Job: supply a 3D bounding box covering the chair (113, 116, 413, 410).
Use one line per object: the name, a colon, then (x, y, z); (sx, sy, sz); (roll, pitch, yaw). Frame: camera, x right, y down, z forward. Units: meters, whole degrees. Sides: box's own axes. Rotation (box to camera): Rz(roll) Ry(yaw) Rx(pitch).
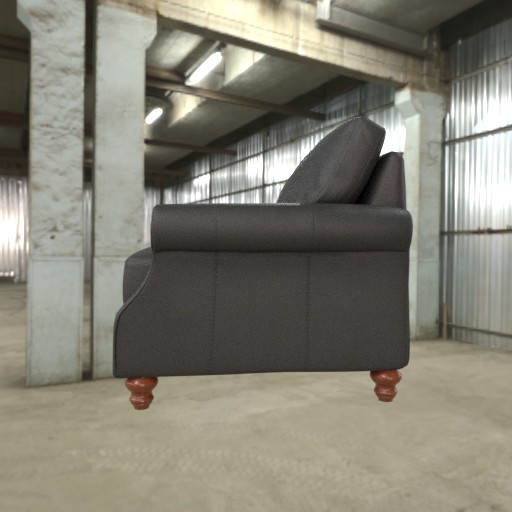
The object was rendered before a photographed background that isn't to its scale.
chair: (0.000, 0.000, 1.797); (1.027, 0.960, 1.015); (0, 0, 0)
